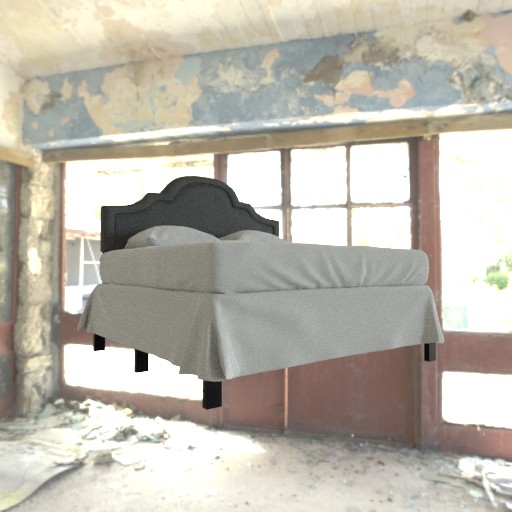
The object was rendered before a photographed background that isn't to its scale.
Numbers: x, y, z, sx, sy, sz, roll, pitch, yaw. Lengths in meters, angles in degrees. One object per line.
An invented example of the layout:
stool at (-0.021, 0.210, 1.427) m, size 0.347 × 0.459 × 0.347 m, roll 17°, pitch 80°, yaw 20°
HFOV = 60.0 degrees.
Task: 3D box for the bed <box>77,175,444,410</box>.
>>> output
bed at (0.000, 0.000, 3.672) m, size 2.303 × 1.631 × 2.222 m, roll 1°, pitch -2°, yaw -36°
